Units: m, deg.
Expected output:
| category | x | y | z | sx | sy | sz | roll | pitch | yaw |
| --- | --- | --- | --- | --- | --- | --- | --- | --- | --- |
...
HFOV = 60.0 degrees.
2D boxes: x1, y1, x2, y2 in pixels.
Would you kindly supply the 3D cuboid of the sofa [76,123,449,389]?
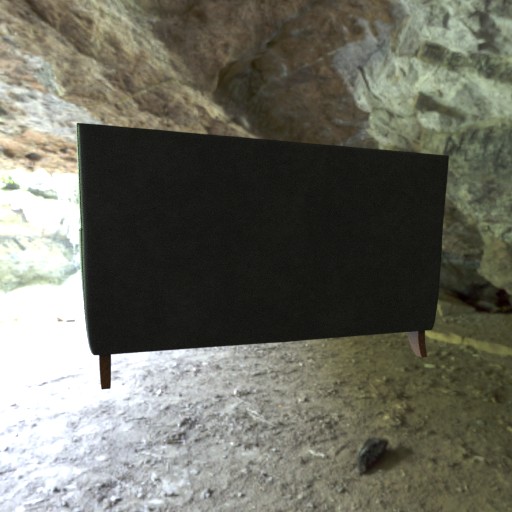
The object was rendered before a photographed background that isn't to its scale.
| category | x | y | z | sx | sy | sz | roll | pitch | yaw |
| --- | --- | --- | --- | --- | --- | --- | --- | --- | --- |
| sofa | 0.000 | 0.000 | 2.008 | 1.473 | 0.871 | 0.787 | 0 | 1 | -20 |
